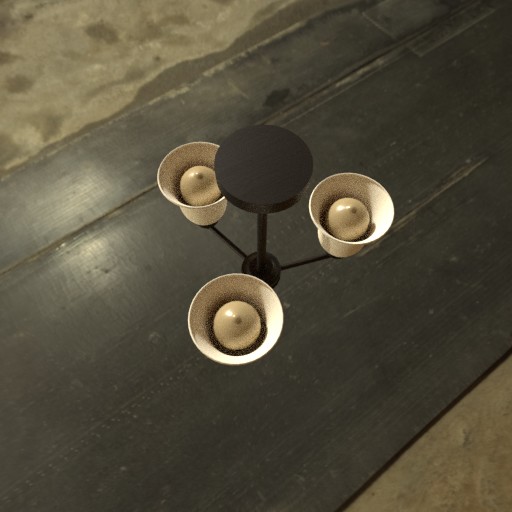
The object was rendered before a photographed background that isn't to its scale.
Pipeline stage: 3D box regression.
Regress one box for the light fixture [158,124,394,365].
[{"bbox_3d":[0.000,0.000,0.688,0.388,0.370,0.354,13,65,6],"label":"light fixture"}]
